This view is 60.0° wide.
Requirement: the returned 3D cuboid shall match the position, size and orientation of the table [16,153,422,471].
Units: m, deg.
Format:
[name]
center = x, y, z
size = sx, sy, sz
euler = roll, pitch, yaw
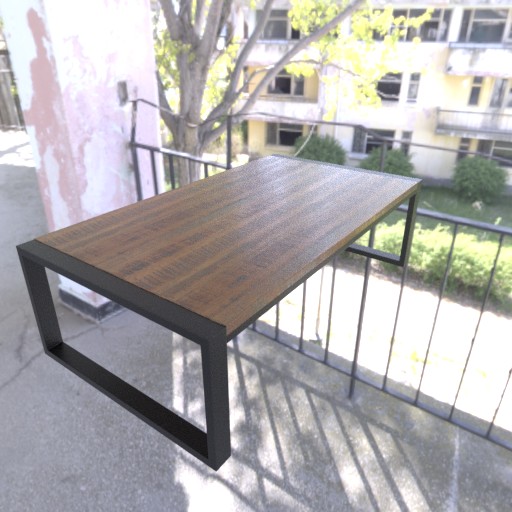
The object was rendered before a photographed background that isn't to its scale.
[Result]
[table]
center = 0.000, 0.000, 1.671
size = 0.750, 0.400, 1.350
euler = 18, 32, 32
